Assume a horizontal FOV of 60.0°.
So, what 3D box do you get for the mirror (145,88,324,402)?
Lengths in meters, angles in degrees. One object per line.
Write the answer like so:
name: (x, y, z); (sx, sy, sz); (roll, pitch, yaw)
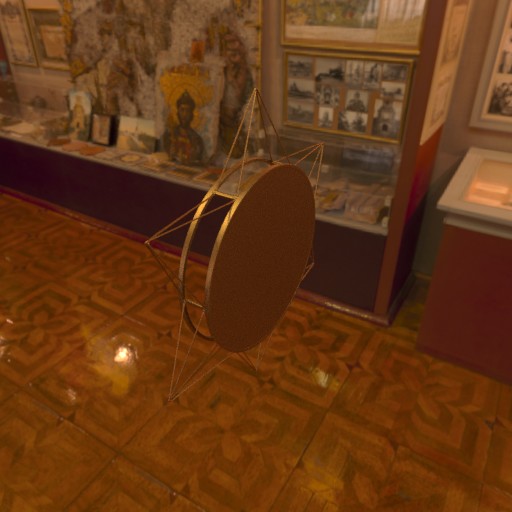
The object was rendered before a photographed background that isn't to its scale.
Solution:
mirror: (0.000, 0.000, 0.805); (0.062, 0.581, 0.498); (19, 36, 28)
